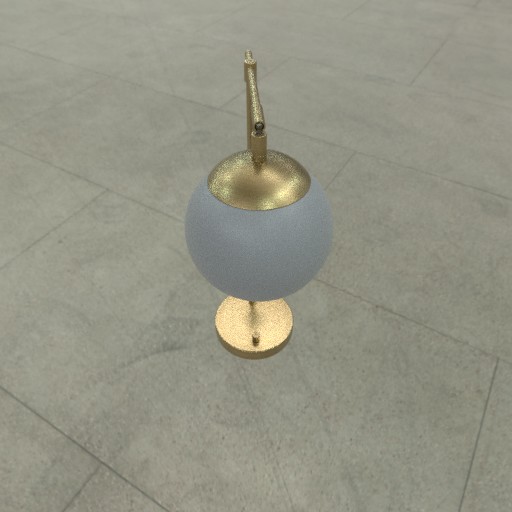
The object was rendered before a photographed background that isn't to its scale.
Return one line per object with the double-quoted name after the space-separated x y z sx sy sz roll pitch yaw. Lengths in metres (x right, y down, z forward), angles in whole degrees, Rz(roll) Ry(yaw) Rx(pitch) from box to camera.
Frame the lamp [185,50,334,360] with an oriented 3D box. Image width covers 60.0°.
0.000 0.000 0.746 0.207 0.559 0.324 -3 46 -3 "lamp"
